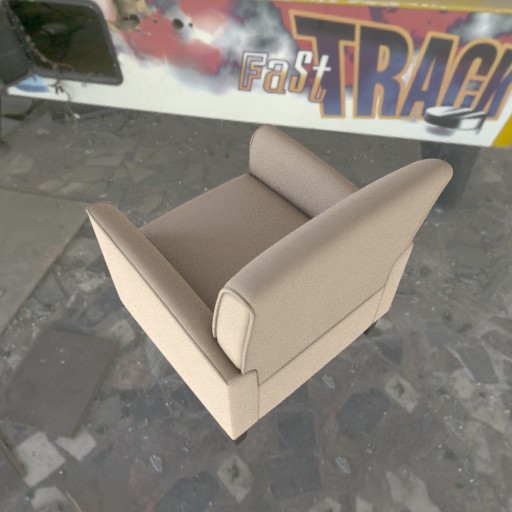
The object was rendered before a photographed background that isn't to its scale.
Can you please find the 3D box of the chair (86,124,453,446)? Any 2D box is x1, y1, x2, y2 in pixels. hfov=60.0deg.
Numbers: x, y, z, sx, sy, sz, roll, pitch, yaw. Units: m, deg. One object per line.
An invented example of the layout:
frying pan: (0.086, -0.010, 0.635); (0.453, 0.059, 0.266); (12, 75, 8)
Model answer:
chair: (0.000, 0.000, 1.571); (0.820, 0.915, 0.820); (-32, 55, -26)
